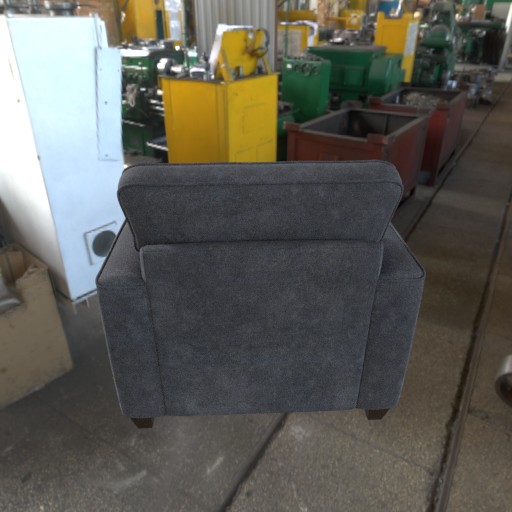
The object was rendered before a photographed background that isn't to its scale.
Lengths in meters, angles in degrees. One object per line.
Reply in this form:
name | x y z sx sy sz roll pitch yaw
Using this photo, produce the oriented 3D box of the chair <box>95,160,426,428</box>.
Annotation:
chair | 0.000 0.000 1.786 1.015 0.965 0.939 -1 29 -2
